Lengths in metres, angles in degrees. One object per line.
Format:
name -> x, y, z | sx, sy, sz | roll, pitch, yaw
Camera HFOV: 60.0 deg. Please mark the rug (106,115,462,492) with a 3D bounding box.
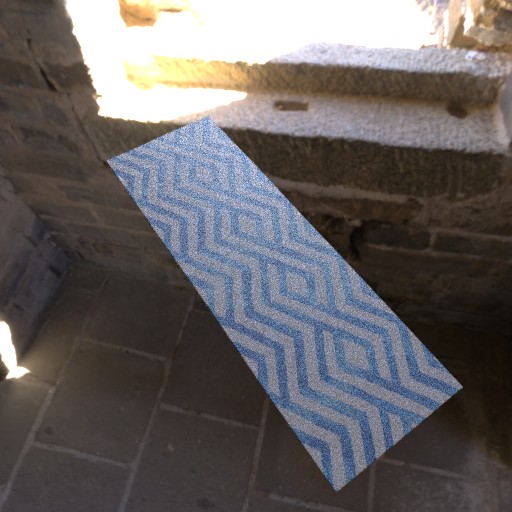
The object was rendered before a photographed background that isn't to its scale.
rug -> 0.000, 0.000, 1.600 | 0.503, 0.007, 1.492 | -30, 62, -18
